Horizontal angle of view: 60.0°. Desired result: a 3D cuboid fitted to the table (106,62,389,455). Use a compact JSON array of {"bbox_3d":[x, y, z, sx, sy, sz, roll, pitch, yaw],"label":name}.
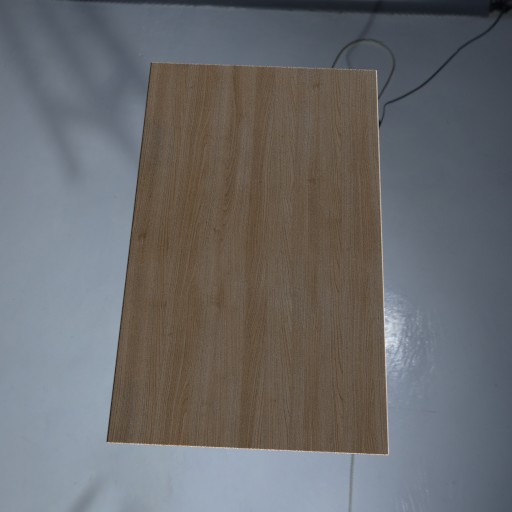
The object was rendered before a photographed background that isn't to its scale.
[{"bbox_3d":[0.000,0.000,1.446,0.700,0.440,1.100,2,75,1],"label":"table"}]
